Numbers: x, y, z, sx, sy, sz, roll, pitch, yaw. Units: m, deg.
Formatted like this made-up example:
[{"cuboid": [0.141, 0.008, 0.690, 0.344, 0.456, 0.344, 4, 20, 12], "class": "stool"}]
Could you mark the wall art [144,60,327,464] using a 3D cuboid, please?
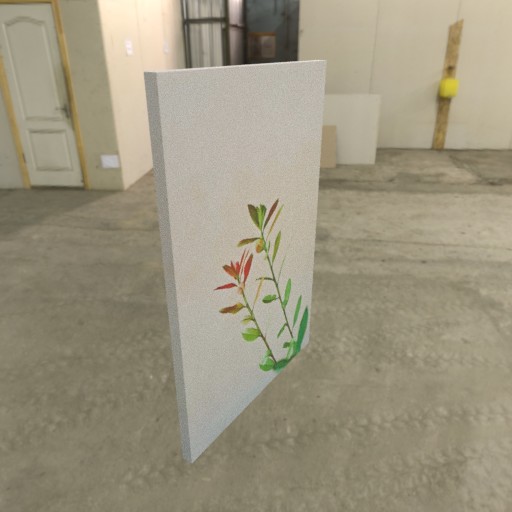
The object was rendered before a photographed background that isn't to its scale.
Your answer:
[{"cuboid": [0.000, 0.000, 1.440, 0.038, 1.143, 0.764, 17, 31, 31], "class": "wall art"}]
